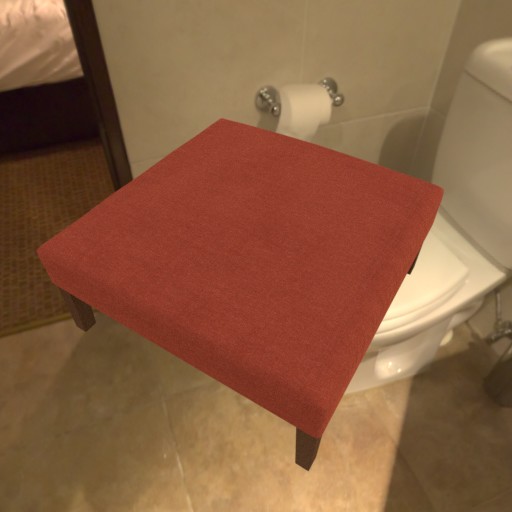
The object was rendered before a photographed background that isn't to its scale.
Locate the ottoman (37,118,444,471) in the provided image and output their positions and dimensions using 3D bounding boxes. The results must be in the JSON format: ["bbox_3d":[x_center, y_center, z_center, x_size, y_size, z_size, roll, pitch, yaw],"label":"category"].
[{"bbox_3d":[0.000,0.000,1.438,0.890,0.411,0.889,24,50,22],"label":"ottoman"}]
